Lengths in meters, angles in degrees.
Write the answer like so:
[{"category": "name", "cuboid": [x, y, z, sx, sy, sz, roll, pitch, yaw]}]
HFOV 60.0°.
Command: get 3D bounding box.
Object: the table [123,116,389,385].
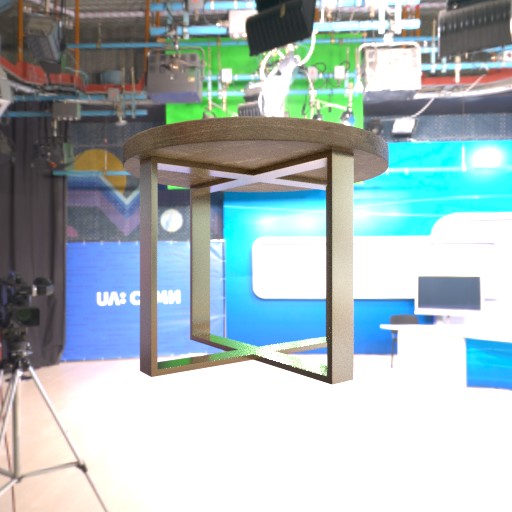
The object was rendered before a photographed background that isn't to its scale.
[{"category": "table", "cuboid": [0.000, 0.000, 0.971, 0.557, 0.437, 0.557, 0, 0, 0]}]
